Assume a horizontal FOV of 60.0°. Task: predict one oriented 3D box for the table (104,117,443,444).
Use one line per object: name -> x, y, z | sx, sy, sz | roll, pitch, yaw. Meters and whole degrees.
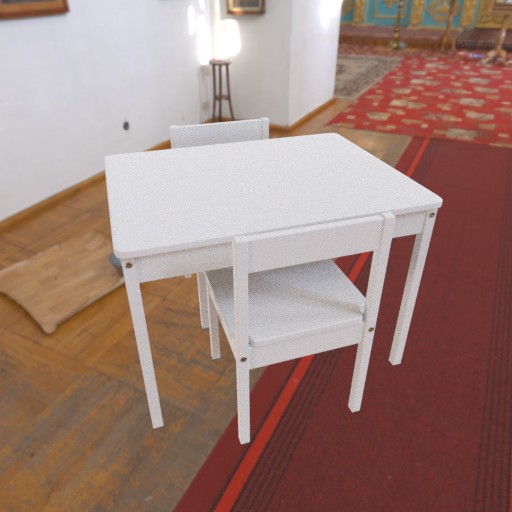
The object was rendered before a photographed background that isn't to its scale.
table -> 0.000, 0.000, 1.122 | 0.650, 0.503, 0.672 | -10, 33, -15
